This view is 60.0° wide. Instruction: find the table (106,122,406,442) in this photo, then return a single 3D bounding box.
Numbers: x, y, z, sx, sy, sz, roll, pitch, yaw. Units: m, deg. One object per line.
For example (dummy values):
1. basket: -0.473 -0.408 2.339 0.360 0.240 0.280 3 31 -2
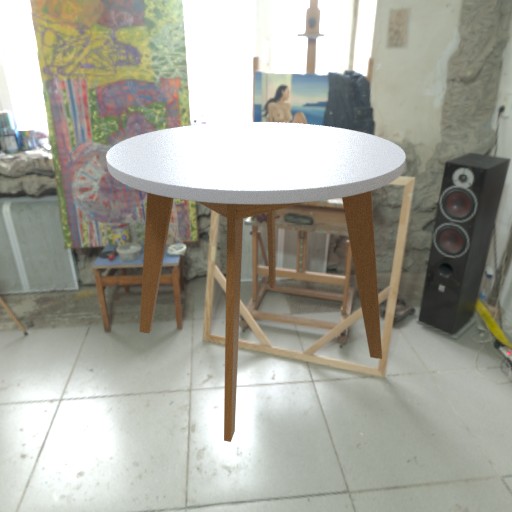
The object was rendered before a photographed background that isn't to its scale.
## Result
1. table: 0.000 0.000 1.552 0.896 0.762 0.896 0 26 0
